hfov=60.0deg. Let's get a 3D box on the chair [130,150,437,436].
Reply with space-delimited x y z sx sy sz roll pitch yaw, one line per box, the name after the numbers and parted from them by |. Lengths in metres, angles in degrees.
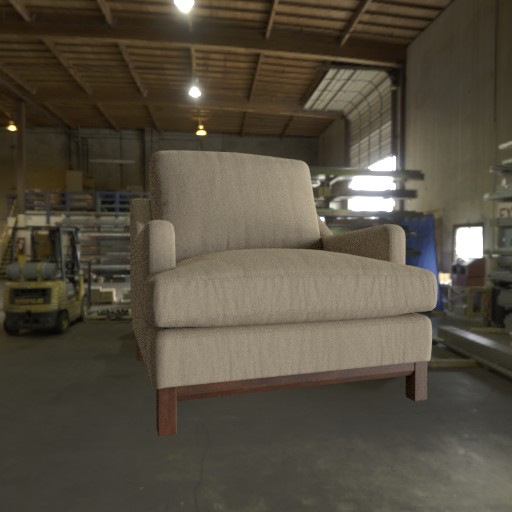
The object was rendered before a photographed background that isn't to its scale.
0.000 0.000 1.721 0.912 0.916 1.001 0 1 -19 | chair
